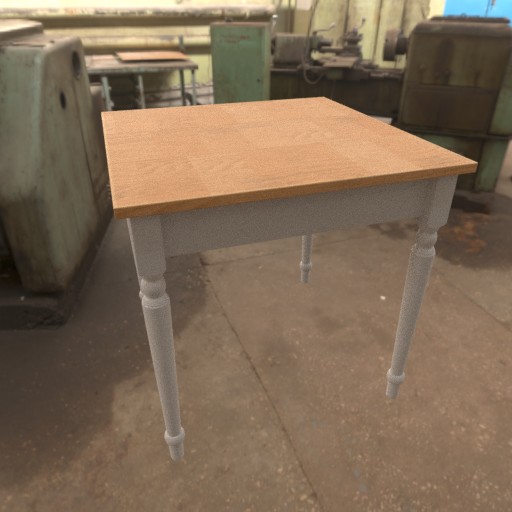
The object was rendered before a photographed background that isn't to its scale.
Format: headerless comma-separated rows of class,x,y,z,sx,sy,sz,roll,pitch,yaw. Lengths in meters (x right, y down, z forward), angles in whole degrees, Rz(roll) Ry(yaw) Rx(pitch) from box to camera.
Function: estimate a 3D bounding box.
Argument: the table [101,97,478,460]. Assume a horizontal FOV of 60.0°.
table,0.000,0.000,1.331,0.747,0.738,0.747,-10,32,-16
